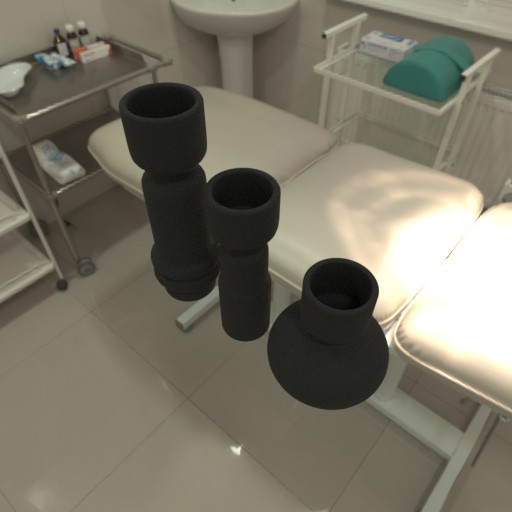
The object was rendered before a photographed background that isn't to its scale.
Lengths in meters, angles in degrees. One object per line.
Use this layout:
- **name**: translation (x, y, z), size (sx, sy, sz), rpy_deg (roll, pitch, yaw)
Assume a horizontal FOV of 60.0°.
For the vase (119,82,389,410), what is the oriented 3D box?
- **vase**: translation (0.000, 0.000, 0.433), size (0.307, 0.249, 0.120), rpy_deg (32, 54, 27)
